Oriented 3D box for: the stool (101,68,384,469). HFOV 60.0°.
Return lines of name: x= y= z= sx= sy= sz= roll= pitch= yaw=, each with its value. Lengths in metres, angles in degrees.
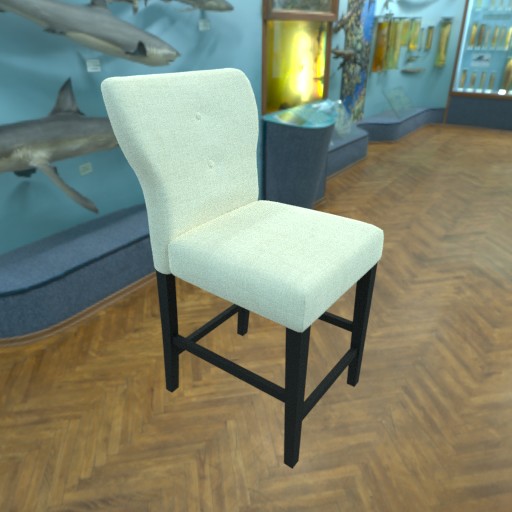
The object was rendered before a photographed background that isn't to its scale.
stool: x=0.000 y=0.000 z=1.290 sx=0.603 sy=0.972 sz=0.514 roll=19 pitch=32 yaw=32
